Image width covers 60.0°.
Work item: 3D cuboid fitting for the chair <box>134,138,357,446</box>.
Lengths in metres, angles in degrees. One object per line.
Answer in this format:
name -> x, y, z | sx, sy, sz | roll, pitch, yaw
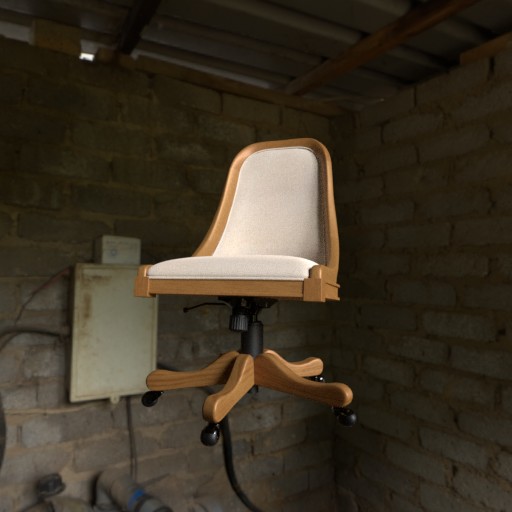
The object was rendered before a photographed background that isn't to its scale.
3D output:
chair -> 0.000, 0.000, 1.532 | 0.702, 1.009, 0.811 | 0, -1, 19
